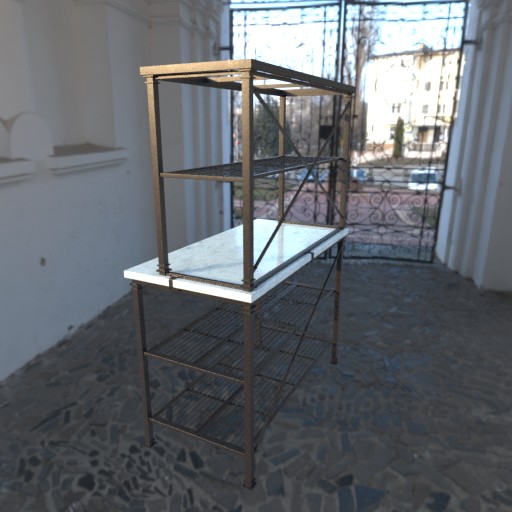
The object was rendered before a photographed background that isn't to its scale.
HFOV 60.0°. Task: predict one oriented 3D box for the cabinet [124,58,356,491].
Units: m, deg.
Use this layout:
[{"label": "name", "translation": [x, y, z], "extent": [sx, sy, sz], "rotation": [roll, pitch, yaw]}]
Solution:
[{"label": "cabinet", "translation": [0.000, 0.000, 2.235], "extent": [0.610, 1.659, 1.210], "rotation": [8, 18, 26]}]
